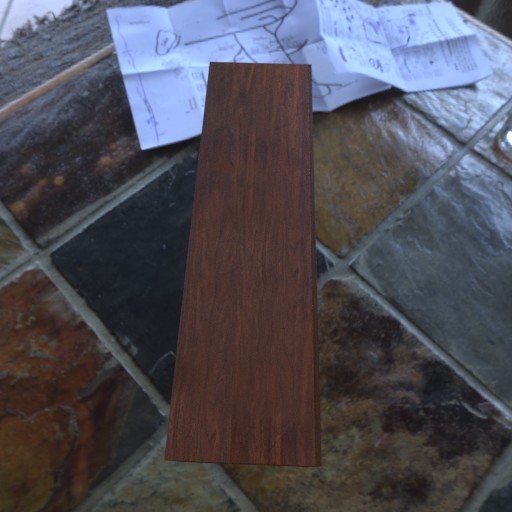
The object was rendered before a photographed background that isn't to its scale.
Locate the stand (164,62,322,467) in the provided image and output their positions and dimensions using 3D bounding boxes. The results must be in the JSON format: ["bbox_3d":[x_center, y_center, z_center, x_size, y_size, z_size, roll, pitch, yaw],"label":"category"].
[{"bbox_3d":[0.000,0.000,1.910,0.481,0.610,1.626,2,64,1],"label":"stand"}]
